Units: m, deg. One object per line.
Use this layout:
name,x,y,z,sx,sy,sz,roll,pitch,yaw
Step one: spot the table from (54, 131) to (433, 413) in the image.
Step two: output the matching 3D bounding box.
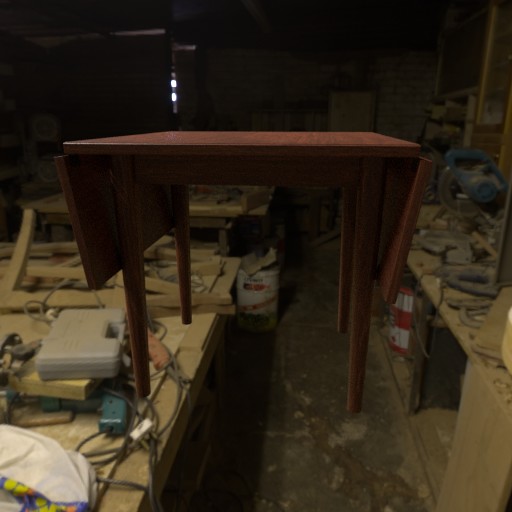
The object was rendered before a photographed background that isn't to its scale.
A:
table,0.000,0.000,1.459,0.843,0.763,0.812,2,18,7
